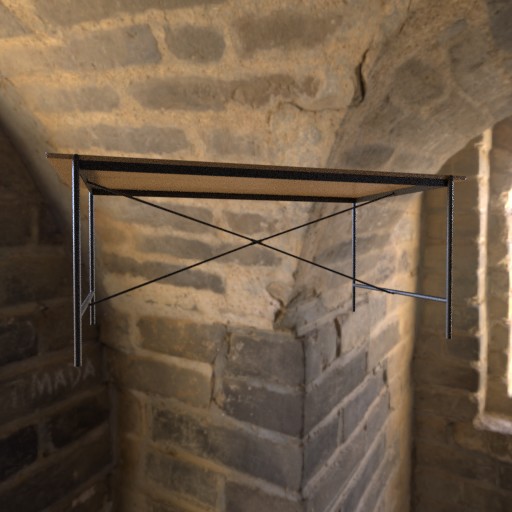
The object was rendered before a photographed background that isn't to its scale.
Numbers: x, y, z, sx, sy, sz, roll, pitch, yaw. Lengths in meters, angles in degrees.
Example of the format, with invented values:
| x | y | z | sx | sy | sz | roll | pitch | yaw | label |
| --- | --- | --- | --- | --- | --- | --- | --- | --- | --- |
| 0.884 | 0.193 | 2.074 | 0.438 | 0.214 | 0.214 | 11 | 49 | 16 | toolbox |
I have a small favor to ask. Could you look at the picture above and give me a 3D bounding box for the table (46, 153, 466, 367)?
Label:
| x | y | z | sx | sy | sz | roll | pitch | yaw | label |
| --- | --- | --- | --- | --- | --- | --- | --- | --- | --- |
| 0.000 | 0.000 | 2.235 | 1.800 | 0.758 | 0.900 | 0 | 1 | -17 | table |
